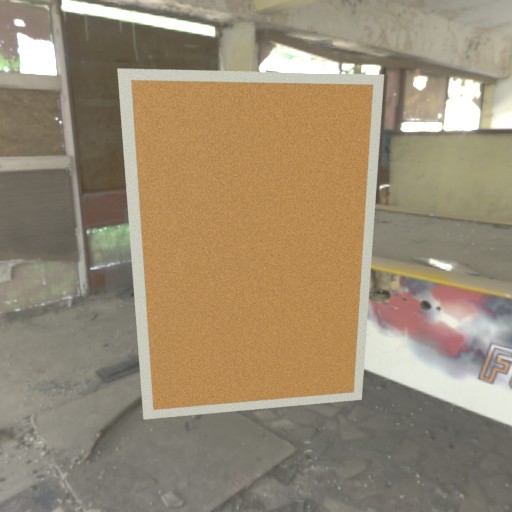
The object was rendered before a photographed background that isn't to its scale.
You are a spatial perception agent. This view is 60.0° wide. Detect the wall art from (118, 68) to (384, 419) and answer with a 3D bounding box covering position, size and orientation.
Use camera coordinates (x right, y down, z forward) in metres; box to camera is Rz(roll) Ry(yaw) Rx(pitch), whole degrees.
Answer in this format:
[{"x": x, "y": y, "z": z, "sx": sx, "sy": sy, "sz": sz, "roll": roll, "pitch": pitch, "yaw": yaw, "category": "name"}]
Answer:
[{"x": 0.000, "y": 0.000, "z": 0.560, "sx": 0.303, "sy": 0.433, "sz": 0.013, "roll": -2, "pitch": 15, "yaw": -8, "category": "wall art"}]
